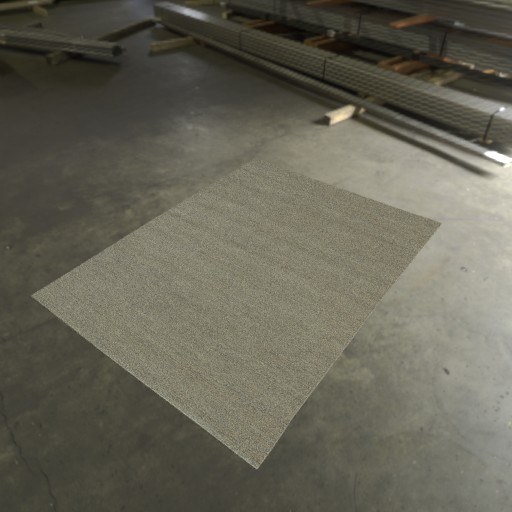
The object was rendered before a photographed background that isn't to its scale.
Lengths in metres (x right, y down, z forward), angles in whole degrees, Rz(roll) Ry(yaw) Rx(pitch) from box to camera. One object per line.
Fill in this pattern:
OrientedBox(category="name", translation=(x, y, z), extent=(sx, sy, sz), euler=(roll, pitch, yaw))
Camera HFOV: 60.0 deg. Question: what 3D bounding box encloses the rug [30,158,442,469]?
OrientedBox(category="rug", translation=(0.000, 0.000, 4.746), extent=(2.757, 0.051, 3.626), euler=(26, 46, 28))
